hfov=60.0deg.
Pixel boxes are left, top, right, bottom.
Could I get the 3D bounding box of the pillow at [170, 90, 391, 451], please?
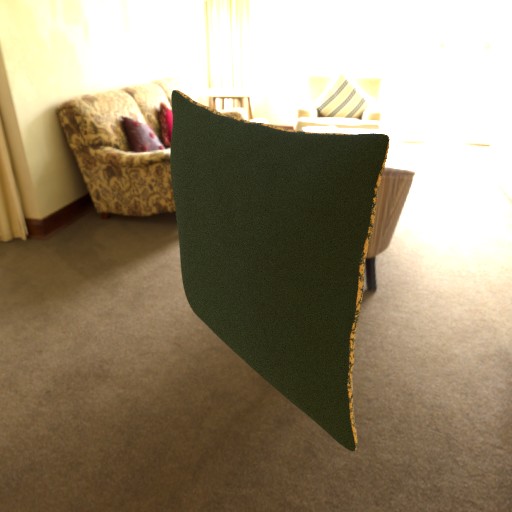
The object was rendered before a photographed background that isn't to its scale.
[{"bbox_3d":[0.000,0.000,0.786,0.166,0.510,0.523,-19,32,-32],"label":"pillow"}]
